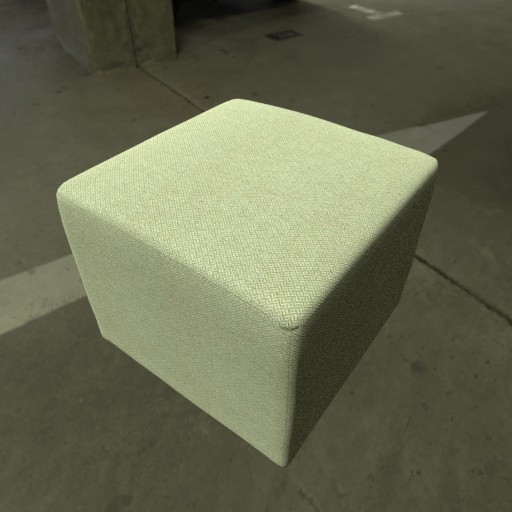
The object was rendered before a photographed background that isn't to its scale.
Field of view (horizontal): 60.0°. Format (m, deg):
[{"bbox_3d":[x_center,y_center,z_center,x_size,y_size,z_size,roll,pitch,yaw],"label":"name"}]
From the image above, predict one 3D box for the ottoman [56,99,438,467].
[{"bbox_3d":[0.000,0.000,0.918,0.512,0.453,0.521,26,47,27],"label":"ottoman"}]
